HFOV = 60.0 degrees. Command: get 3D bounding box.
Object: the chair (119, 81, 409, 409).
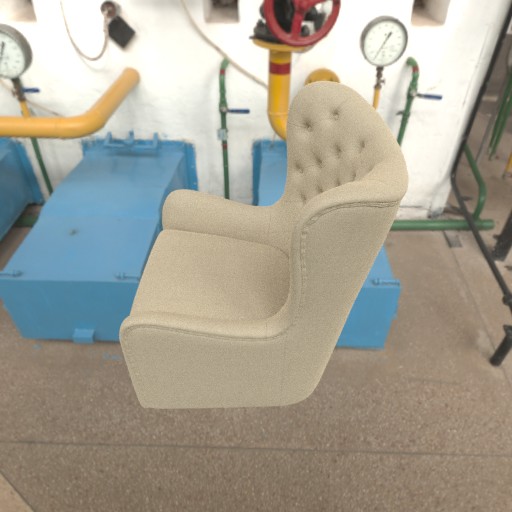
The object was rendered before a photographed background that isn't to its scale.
[{"bbox_3d":[0.000,0.000,1.719,0.929,1.079,0.831,2,40,2],"label":"chair"}]
